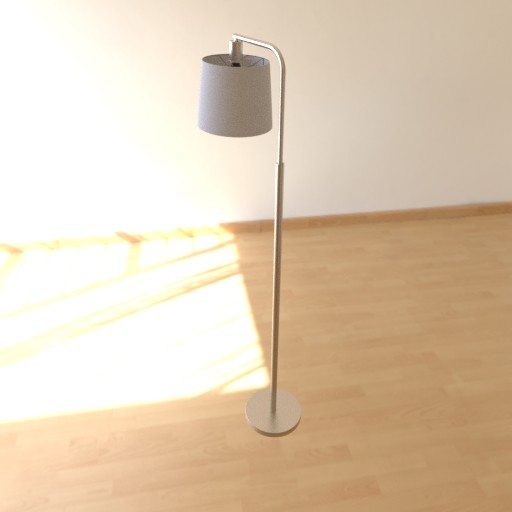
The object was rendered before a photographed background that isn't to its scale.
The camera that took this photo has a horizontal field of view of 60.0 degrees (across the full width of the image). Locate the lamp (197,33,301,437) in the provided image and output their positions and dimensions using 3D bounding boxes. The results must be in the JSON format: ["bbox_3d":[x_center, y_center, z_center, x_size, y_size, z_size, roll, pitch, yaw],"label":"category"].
[{"bbox_3d":[0.000,0.000,1.658,0.254,1.478,0.508,-20,36,-29],"label":"lamp"}]
